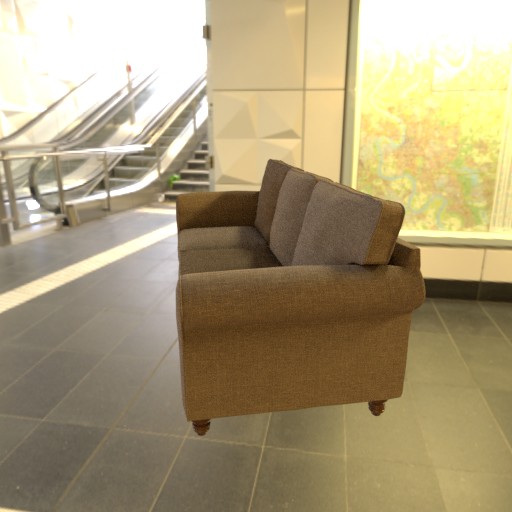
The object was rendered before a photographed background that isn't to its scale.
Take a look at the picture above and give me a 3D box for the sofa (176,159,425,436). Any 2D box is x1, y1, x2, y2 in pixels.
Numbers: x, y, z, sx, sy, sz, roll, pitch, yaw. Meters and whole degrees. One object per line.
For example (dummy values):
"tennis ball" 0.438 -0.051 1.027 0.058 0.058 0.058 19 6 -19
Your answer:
"sofa" 0.000 0.000 2.557 0.916 0.961 2.084 -3 17 -9
